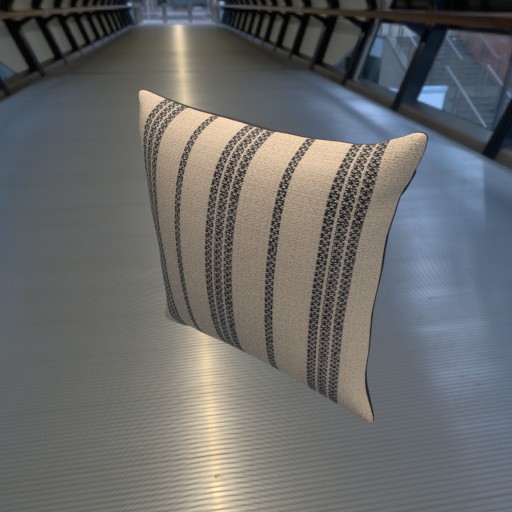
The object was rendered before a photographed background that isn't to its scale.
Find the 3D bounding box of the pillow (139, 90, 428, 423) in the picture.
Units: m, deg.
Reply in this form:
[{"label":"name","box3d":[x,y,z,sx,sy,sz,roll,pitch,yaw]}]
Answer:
[{"label":"pillow","box3d":[0.000,0.000,0.623,0.405,0.406,0.173,20,36,30]}]
